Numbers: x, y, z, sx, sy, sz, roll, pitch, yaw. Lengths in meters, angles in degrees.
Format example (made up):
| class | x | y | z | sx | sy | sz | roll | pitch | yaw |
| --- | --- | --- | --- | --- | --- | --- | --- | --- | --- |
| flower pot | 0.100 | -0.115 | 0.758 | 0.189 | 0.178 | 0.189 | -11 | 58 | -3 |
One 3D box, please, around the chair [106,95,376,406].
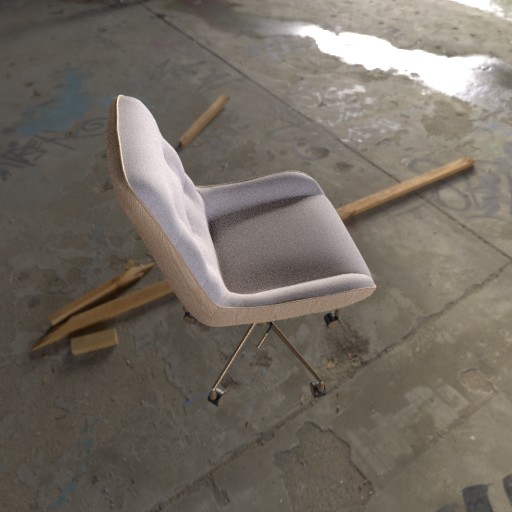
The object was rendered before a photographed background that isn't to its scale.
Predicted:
| class | x | y | z | sx | sy | sz | roll | pitch | yaw |
| --- | --- | --- | --- | --- | --- | --- | --- | --- | --- |
| chair | 0.000 | 0.000 | 1.338 | 0.668 | 0.952 | 0.564 | -11 | 48 | -10 |
